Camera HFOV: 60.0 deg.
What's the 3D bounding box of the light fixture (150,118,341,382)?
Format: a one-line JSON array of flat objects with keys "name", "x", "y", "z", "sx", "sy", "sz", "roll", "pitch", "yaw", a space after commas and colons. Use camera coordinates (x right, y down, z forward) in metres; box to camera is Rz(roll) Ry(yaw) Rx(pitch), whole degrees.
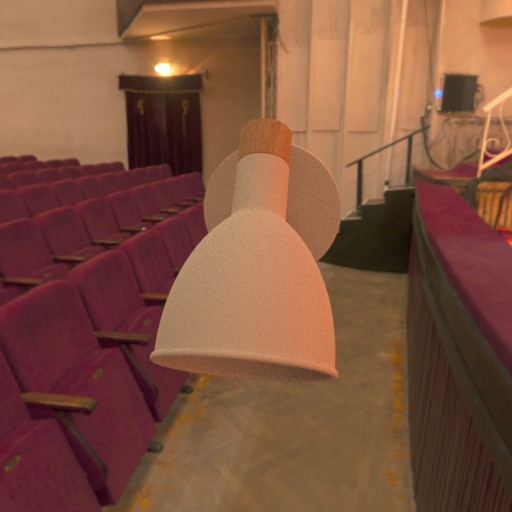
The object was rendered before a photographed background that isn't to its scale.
[{"name": "light fixture", "x": 0.000, "y": 0.000, "z": 0.330, "sx": 0.127, "sy": 0.199, "sz": 0.209, "roll": 2, "pitch": 15, "yaw": 9}]
